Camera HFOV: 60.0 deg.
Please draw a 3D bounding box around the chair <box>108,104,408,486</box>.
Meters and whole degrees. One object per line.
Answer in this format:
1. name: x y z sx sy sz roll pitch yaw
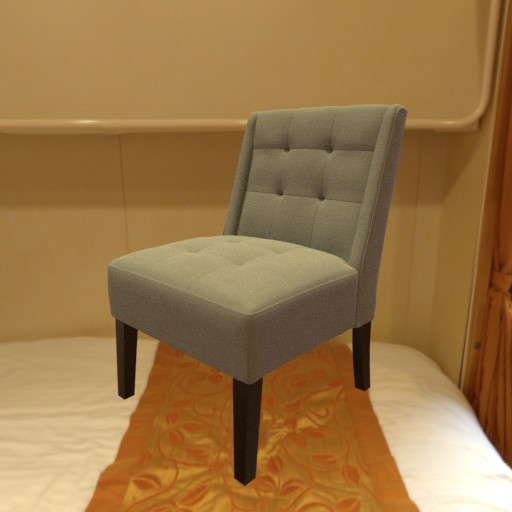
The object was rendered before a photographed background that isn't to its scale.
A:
1. chair: 0.000 0.000 1.292 0.569 0.853 0.676 13 20 41
